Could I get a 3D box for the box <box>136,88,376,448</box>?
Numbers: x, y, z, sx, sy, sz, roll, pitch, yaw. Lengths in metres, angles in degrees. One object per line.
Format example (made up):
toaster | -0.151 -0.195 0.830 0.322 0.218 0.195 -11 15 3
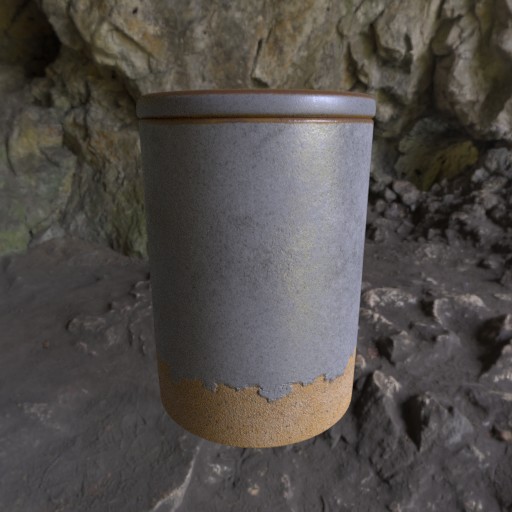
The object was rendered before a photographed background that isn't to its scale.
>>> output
box | 0.000 0.000 0.247 0.118 0.168 0.118 0 17 0
